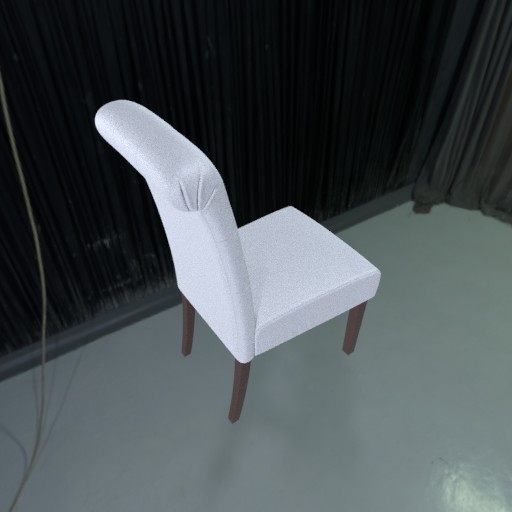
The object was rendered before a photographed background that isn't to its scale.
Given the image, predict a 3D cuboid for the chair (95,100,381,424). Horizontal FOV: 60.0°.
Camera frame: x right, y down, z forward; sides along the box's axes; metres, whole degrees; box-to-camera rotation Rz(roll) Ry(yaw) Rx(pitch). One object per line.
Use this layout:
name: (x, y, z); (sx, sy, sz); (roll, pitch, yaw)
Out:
chair: (0.000, 0.000, 1.367); (0.671, 1.006, 0.456); (-25, 46, -26)
